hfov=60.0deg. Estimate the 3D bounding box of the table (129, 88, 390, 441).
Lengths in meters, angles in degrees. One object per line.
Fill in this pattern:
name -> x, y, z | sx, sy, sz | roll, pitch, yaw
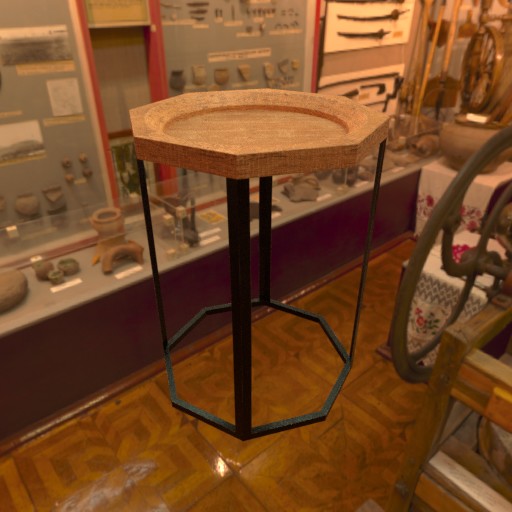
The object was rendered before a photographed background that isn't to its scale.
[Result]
table -> 0.000, 0.000, 0.879 | 0.437, 0.553, 0.437 | -22, 37, -32
